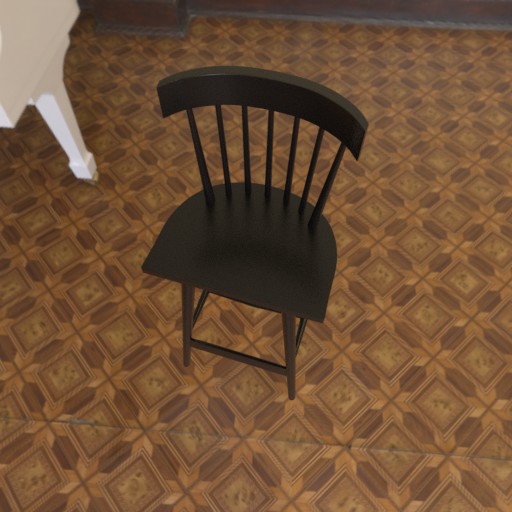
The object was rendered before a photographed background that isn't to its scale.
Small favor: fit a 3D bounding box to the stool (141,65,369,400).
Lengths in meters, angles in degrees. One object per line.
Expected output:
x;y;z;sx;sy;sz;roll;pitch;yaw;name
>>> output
0.000;0.000;1.350;0.482;1.092;0.483;15;59;9;stool
